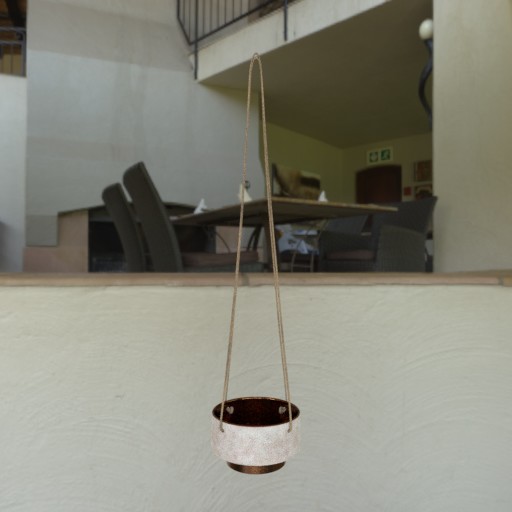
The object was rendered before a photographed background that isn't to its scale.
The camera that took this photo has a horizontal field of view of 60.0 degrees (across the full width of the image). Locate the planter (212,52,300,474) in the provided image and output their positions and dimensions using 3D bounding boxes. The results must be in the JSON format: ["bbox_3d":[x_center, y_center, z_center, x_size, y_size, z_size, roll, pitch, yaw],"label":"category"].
[{"bbox_3d":[0.000,0.000,1.123,0.223,1.030,0.223,0,-1,0],"label":"planter"}]
